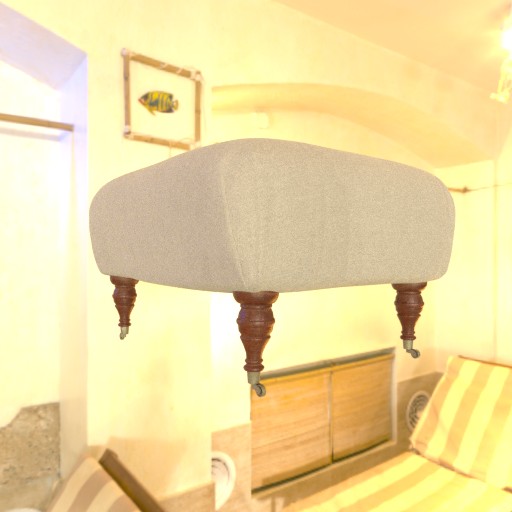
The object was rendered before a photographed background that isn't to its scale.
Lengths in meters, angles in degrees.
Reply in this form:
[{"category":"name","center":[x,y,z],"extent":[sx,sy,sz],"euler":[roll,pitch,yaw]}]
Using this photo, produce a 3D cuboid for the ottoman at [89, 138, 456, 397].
[{"category":"ottoman","center":[0.000,0.000,1.092],"extent":[0.622,0.450,0.746],"euler":[0,0,-38]}]
